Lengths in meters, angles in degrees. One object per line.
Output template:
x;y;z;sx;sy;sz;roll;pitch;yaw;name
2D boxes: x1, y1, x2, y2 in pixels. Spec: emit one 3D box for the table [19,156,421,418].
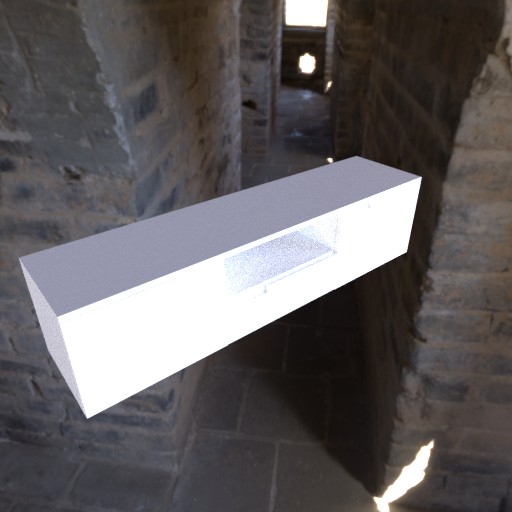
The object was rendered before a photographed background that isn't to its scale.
0.000;0.000;1.850;1.650;0.420;0.390;-22;37;-32;table
